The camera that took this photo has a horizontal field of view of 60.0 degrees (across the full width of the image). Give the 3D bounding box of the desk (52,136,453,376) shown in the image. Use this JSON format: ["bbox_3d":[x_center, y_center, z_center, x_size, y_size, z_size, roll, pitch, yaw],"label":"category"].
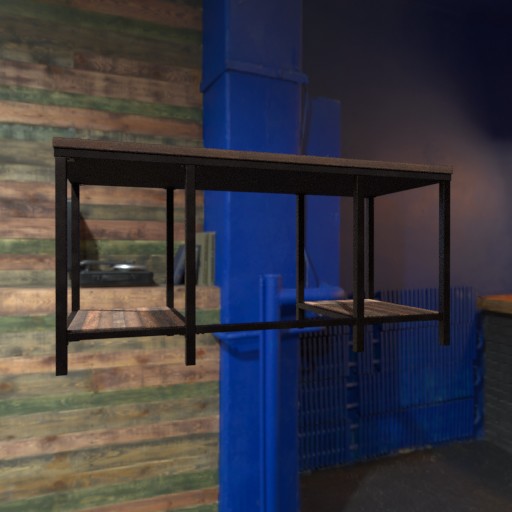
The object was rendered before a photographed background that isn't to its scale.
[{"bbox_3d":[0.000,0.000,1.919,1.538,0.753,0.617,0,0,-18],"label":"desk"}]
